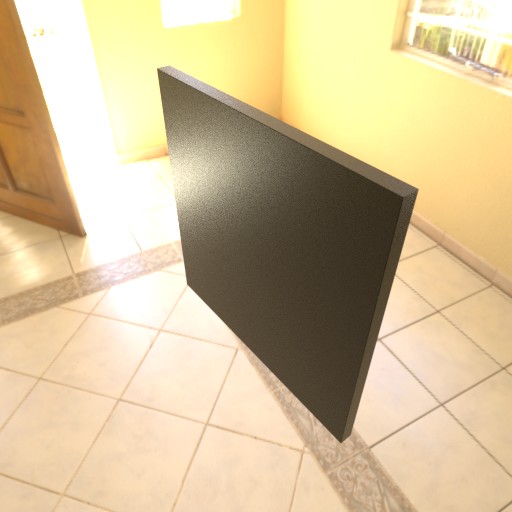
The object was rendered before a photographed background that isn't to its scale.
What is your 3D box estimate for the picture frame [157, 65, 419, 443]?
[{"bbox_3d":[0.000,0.000,0.842,0.029,0.557,0.559,-27,47,-28],"label":"picture frame"}]
